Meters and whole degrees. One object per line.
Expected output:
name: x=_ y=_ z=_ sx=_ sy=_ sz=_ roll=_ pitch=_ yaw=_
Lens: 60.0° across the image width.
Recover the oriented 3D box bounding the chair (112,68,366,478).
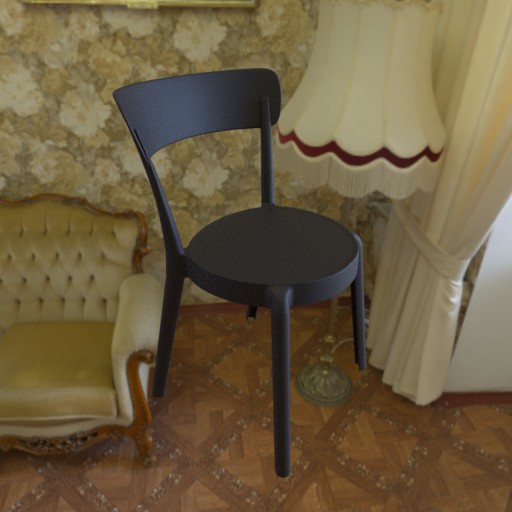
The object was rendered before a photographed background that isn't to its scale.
chair: x=0.000 y=0.000 z=1.082 sx=0.491 sy=0.790 sz=0.506 roll=19 pitch=35 yaw=31
